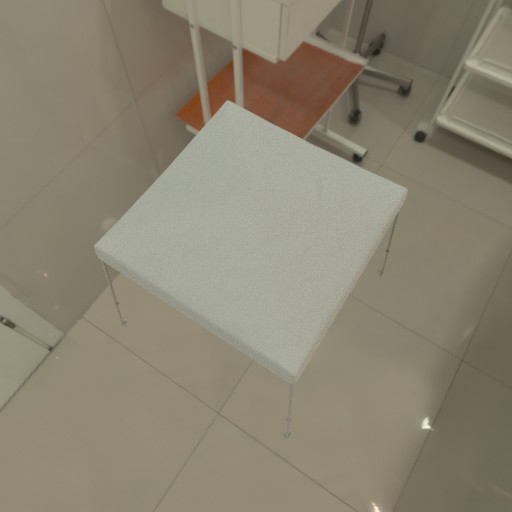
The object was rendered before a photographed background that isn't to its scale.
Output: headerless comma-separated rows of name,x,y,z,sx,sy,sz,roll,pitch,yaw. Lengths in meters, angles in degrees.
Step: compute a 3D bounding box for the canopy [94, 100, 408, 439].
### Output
canopy,0.000,0.000,5.383,2.848,2.849,2.849,30,68,14
